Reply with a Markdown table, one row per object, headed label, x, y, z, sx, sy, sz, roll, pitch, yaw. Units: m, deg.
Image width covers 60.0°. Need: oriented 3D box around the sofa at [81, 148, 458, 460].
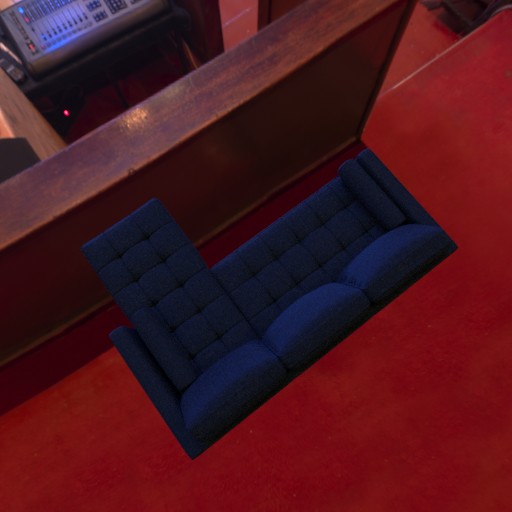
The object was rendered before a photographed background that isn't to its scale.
| label | x | y | z | sx | sy | sz | roll | pitch | yaw |
| --- | --- | --- | --- | --- | --- | --- | --- | --- | --- |
| sofa | 0.000 | 0.000 | 3.077 | 2.185 | 0.841 | 1.613 | -36 | 78 | -9 |
